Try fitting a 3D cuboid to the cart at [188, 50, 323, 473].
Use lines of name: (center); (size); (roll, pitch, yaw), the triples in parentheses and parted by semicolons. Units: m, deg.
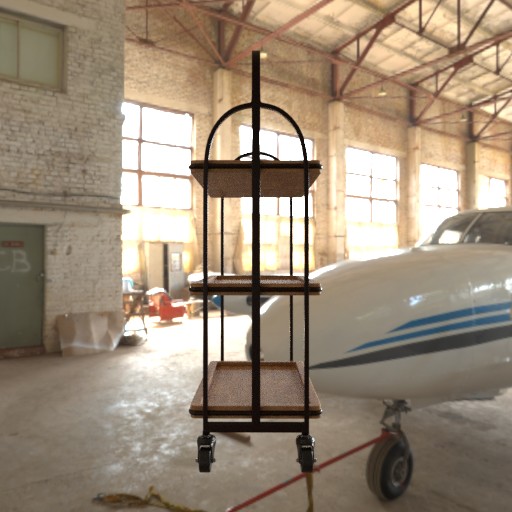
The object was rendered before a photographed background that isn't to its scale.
cart: (0.000, 0.000, 1.279); (0.327, 1.001, 0.553); (0, 0, 0)
